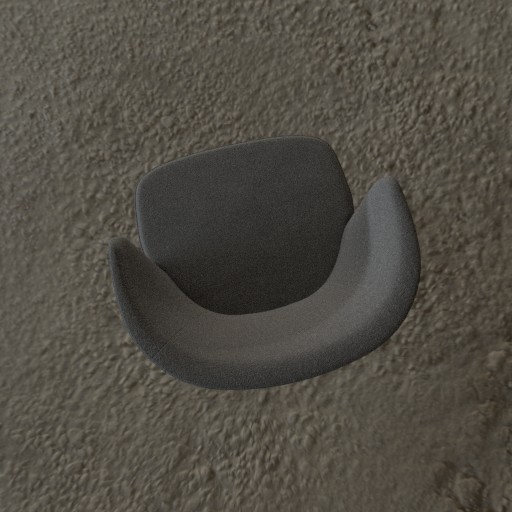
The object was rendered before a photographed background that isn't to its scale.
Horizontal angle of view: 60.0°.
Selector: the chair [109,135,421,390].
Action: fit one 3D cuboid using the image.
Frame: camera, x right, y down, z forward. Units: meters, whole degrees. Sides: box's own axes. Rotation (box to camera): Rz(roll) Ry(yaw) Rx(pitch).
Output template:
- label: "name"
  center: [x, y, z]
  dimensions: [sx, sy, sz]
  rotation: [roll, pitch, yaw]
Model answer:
- label: "chair"
  center: [0.000, 0.000, 1.253]
  dimensions: [0.639, 0.695, 0.698]
  rotation: [-13, 75, -4]
